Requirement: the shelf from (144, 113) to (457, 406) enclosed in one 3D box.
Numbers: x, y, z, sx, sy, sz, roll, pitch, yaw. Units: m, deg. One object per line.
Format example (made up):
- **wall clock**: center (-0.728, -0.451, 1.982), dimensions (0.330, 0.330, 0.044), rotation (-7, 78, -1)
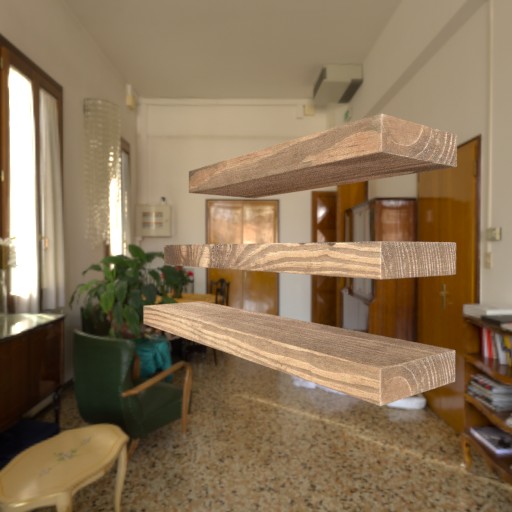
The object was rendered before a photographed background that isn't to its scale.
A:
- **shelf**: center (0.000, 0.000, 0.728), dimensions (0.140, 0.293, 0.610), rotation (-1, 1, -36)
